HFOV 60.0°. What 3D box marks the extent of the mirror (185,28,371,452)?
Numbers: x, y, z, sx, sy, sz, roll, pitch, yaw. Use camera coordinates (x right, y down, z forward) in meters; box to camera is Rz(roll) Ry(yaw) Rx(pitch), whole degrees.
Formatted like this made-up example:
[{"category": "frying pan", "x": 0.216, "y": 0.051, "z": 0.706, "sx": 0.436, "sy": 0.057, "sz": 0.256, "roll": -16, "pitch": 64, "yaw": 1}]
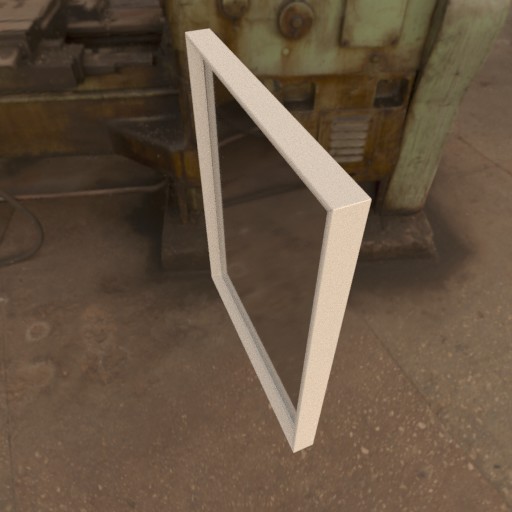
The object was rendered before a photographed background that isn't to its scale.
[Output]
[{"category": "mirror", "x": 0.000, "y": 0.000, "z": 0.663, "sx": 0.041, "sy": 0.509, "sz": 0.406, "roll": -17, "pitch": 48, "yaw": -16}]
